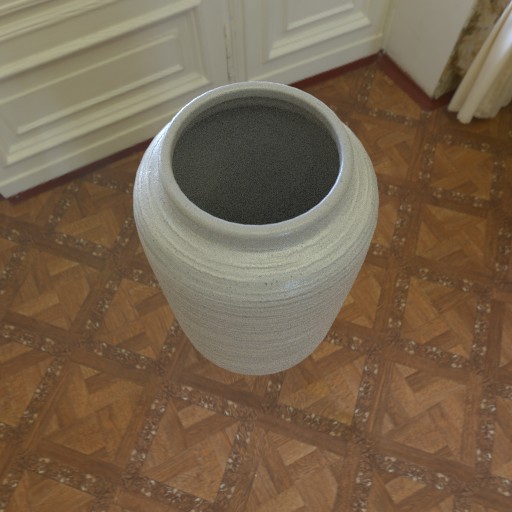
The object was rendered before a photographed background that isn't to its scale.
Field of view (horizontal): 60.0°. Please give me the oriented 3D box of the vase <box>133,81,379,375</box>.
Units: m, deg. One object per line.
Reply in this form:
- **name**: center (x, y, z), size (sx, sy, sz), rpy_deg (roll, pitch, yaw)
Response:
- **vase**: center (0.000, 0.000, 0.461), size (0.202, 0.335, 0.202), rpy_deg (0, 64, 0)
